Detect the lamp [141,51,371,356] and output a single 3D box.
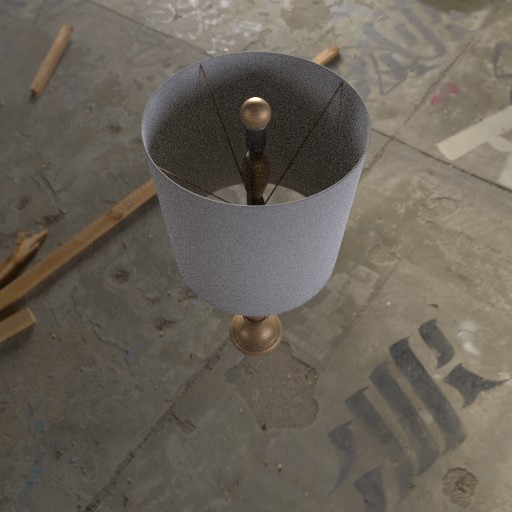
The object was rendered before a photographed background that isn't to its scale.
[{"bbox_3d":[0.000,0.000,0.716,0.250,0.597,0.250,-29,62,-18],"label":"lamp"}]
